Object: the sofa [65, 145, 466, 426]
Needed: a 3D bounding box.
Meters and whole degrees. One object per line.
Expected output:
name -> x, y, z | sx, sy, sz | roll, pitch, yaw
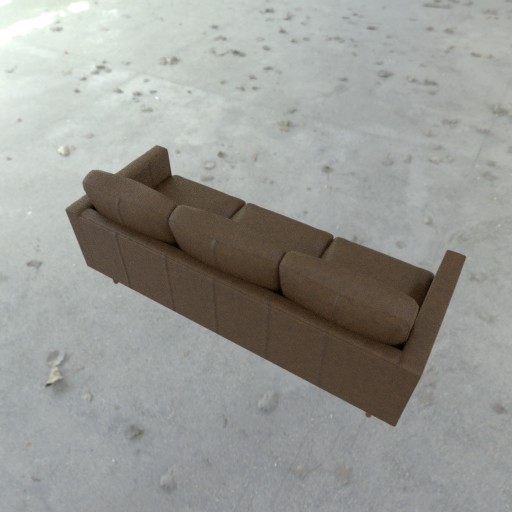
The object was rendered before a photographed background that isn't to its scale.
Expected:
sofa -> 0.000, 0.000, 2.764 | 2.231, 0.930, 0.903 | 23, 50, 21
